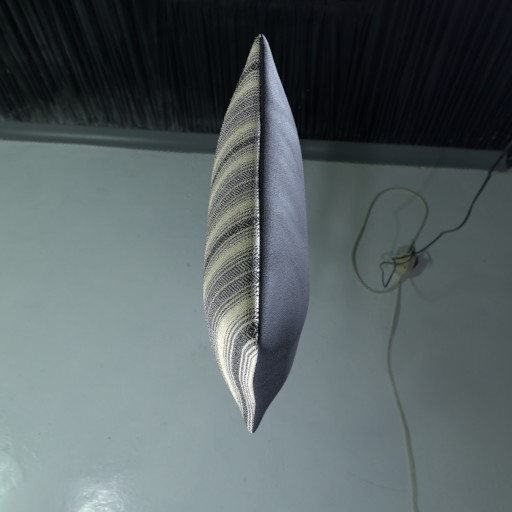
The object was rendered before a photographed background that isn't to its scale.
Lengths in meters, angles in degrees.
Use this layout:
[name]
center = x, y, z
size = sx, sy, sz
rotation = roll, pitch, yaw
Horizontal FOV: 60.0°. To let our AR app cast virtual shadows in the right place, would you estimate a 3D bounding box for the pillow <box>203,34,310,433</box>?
[pillow]
center = 0.000, 0.000, 0.781
size = 0.166, 0.508, 0.520
rotation = 1, 58, 0
